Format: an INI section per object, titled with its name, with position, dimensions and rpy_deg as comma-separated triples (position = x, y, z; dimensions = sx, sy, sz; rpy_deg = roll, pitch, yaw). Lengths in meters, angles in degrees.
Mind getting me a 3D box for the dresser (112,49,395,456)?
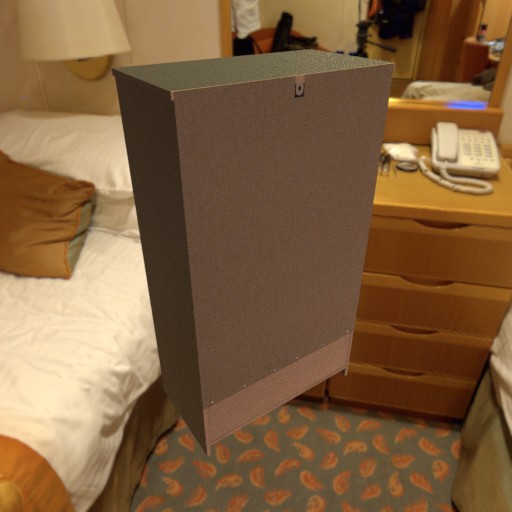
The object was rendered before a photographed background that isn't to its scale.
[dresser]
position = 0.000, 0.000, 1.568
dimensions = 0.704, 1.255, 0.399
rpy_deg = -20, 37, -29
